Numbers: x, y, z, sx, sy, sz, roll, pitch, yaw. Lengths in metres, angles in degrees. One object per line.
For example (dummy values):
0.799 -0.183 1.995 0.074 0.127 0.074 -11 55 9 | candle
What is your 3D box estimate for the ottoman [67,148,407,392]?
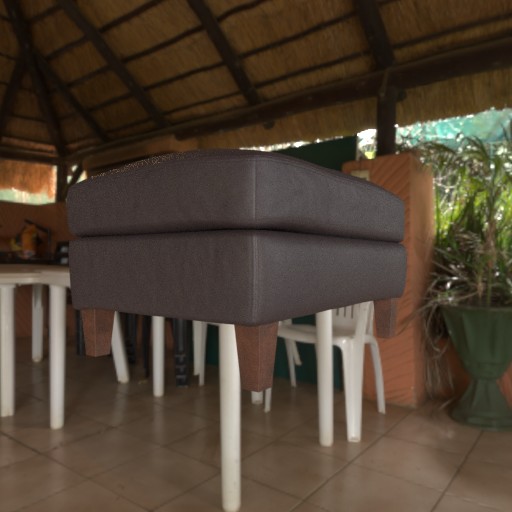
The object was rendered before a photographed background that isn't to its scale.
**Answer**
0.000 0.000 1.325 0.659 0.529 0.887 0 -1 36 | ottoman
